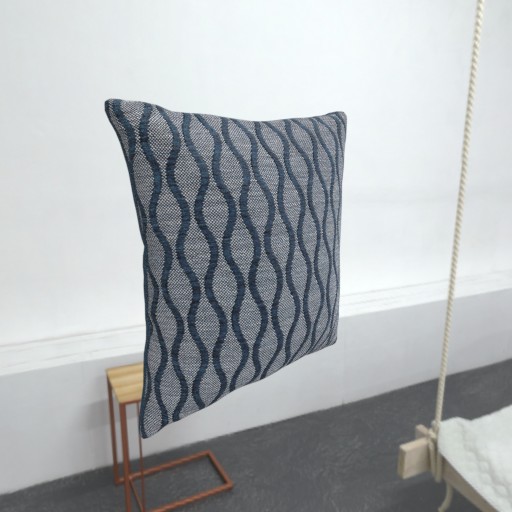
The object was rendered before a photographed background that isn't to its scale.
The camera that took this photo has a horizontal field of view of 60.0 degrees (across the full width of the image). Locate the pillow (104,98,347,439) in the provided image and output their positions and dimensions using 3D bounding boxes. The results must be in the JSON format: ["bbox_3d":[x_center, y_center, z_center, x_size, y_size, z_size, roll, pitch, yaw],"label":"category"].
[{"bbox_3d":[0.000,0.000,0.670,0.435,0.435,0.159,-14,20,-43],"label":"pillow"}]
